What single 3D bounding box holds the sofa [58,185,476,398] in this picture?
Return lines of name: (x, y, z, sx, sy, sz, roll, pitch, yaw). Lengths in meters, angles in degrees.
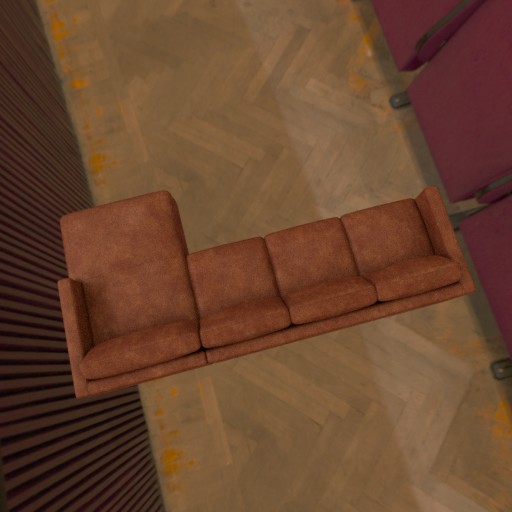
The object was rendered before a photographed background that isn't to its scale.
sofa: (0.000, 0.000, 3.868, 3.203, 0.883, 1.581, -14, 77, -3)
